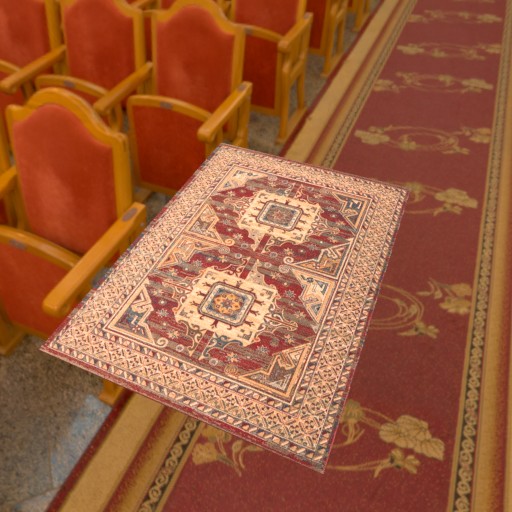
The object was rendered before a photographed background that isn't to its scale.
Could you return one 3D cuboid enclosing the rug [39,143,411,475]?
[{"bbox_3d":[0.000,0.000,2.869,1.599,0.011,2.210,17,49,16],"label":"rug"}]
